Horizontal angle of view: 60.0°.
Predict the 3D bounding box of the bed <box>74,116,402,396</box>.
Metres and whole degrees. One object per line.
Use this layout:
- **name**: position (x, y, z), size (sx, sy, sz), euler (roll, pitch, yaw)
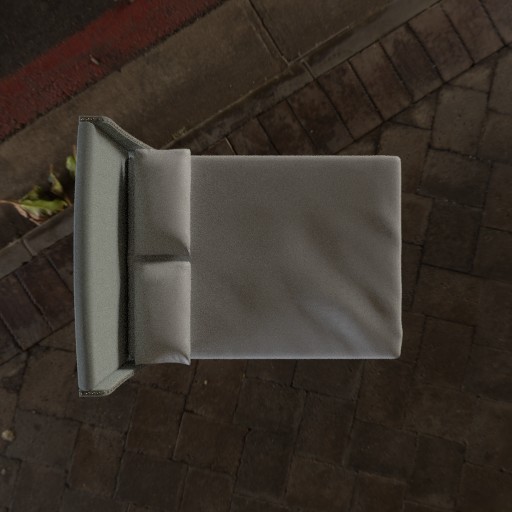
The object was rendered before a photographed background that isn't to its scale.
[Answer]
- **bed**: position (0.000, 0.000, 3.321), size (2.237, 1.407, 1.710), euler (0, 90, 0)
